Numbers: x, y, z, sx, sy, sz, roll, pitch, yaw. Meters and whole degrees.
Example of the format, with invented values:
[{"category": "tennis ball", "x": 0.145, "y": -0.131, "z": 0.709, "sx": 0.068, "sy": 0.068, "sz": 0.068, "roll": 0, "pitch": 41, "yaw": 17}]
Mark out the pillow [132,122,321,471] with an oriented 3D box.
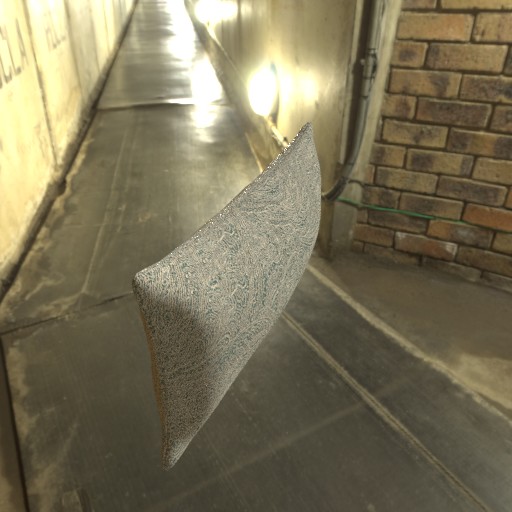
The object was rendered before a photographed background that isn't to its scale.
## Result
[{"category": "pillow", "x": 0.000, "y": 0.000, "z": 0.729, "sx": 0.151, "sy": 0.295, "sz": 0.615, "roll": 11, "pitch": 33, "yaw": 18}]
